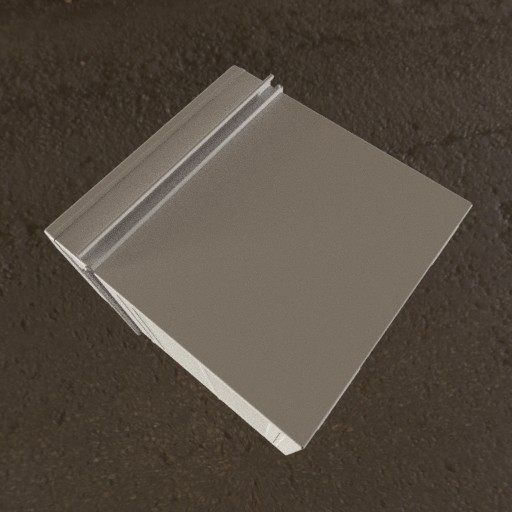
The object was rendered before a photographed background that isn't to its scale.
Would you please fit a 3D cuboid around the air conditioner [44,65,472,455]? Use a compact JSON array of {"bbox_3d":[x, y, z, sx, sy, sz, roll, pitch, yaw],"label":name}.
[{"bbox_3d":[0.000,0.000,0.878,0.546,0.388,0.503,36,70,16],"label":"air conditioner"}]
